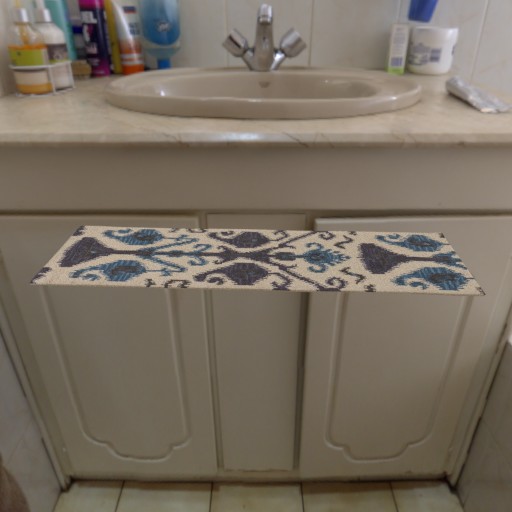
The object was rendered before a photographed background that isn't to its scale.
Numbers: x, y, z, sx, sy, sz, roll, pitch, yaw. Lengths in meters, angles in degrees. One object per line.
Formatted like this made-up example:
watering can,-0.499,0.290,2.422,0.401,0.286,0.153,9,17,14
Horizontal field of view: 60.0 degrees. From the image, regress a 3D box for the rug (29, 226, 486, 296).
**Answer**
rug,0.000,0.000,2.521,2.301,0.017,0.692,1,29,2
